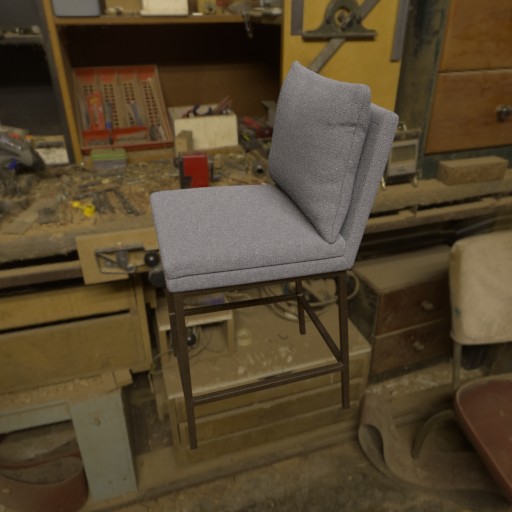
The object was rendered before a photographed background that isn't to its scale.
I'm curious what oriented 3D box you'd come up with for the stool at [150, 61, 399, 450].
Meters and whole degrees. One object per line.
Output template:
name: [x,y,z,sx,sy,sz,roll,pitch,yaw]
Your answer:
stool: [0.000,0.000,1.337,0.569,1.031,0.463,-8,31,-14]
